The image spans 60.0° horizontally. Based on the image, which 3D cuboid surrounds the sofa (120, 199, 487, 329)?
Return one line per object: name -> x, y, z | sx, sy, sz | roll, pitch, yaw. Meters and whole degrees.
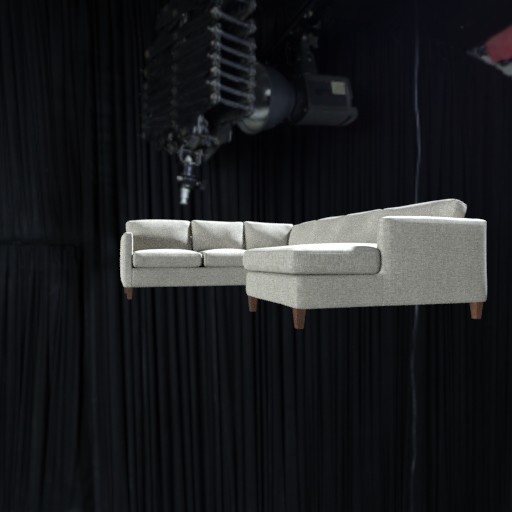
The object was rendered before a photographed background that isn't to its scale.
sofa -> 0.000, 0.000, 4.549 | 2.593, 0.959, 3.460 | 0, 0, -19
